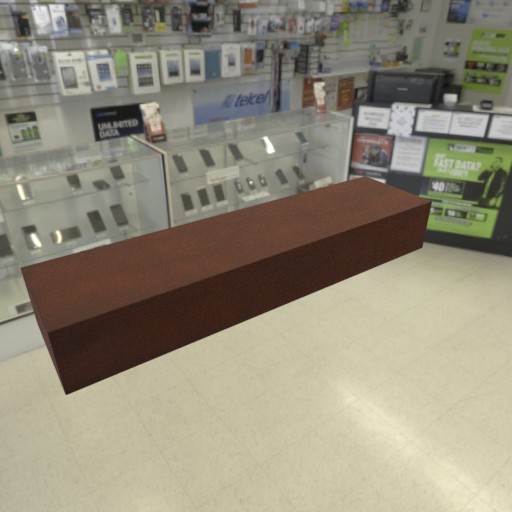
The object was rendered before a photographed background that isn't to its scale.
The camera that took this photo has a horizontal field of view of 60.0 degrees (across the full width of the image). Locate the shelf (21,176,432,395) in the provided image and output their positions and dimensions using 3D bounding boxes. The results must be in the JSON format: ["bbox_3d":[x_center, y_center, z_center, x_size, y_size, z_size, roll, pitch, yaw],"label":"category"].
[{"bbox_3d":[0.000,0.000,0.667,0.607,0.088,0.152,-18,34,-29],"label":"shelf"}]
